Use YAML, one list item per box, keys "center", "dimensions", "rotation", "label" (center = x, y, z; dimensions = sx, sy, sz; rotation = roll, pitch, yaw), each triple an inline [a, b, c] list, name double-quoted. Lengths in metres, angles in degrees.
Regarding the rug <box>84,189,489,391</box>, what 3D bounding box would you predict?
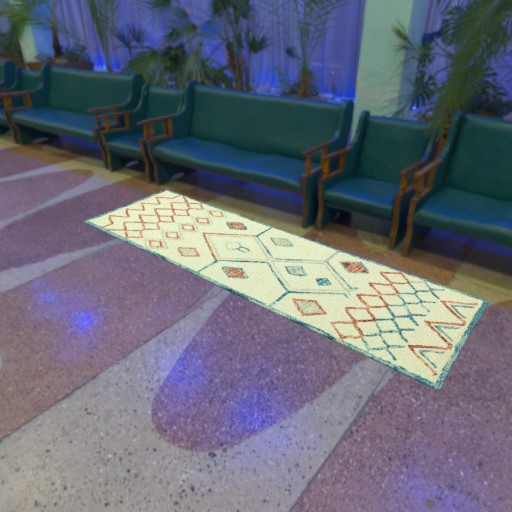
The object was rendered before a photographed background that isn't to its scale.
- center: [0.000, 0.000, 2.652]
  dimensions: [2.435, 0.011, 0.750]
  rotation: [22, 37, 32]
  label: "rug"
